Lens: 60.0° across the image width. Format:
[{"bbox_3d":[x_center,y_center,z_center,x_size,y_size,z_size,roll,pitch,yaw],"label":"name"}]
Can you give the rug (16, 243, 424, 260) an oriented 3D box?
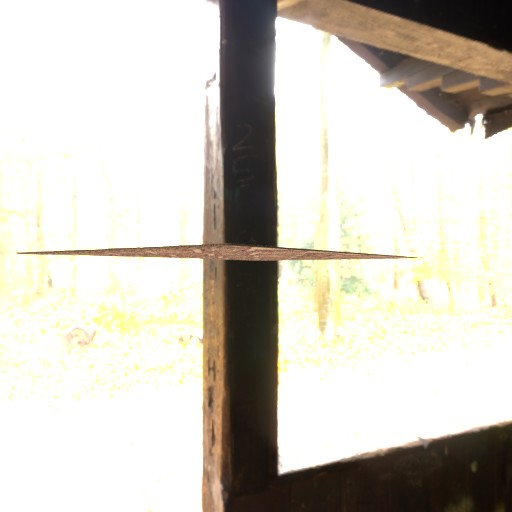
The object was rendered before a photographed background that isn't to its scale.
[{"bbox_3d":[0.000,0.000,2.988,1.545,0.010,2.440,-1,-2,36],"label":"rug"}]
